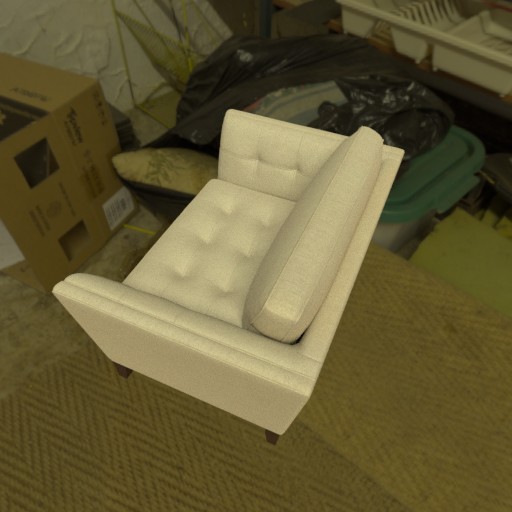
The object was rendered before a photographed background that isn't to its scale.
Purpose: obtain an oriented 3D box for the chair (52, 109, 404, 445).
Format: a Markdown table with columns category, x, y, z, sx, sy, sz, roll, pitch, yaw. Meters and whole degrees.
| category | x | y | z | sx | sy | sz | roll | pitch | yaw |
| --- | --- | --- | --- | --- | --- | --- | --- | --- | --- |
| chair | 0.000 | 0.000 | 2.060 | 0.965 | 0.940 | 1.397 | 18 | 49 | 16 |
